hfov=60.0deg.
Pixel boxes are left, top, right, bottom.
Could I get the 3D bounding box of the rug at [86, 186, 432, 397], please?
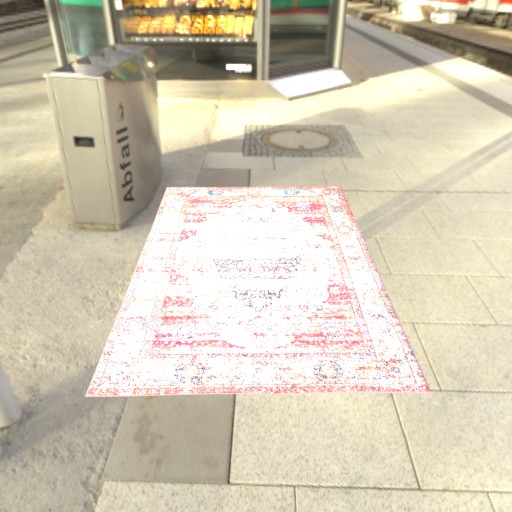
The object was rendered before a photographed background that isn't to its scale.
[{"bbox_3d":[0.000,0.000,2.330,1.219,0.006,1.829,0,32,-1],"label":"rug"}]
